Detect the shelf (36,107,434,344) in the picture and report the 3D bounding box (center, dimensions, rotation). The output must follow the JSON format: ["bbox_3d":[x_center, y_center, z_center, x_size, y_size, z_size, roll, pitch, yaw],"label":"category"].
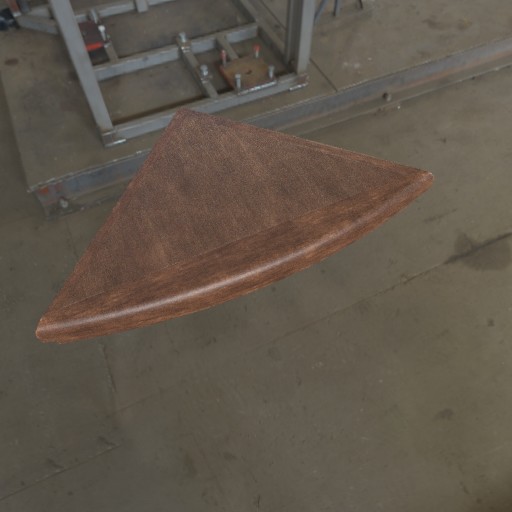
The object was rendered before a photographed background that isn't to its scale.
[{"bbox_3d":[0.000,0.000,0.458,0.310,0.050,0.310,17,60,10],"label":"shelf"}]
